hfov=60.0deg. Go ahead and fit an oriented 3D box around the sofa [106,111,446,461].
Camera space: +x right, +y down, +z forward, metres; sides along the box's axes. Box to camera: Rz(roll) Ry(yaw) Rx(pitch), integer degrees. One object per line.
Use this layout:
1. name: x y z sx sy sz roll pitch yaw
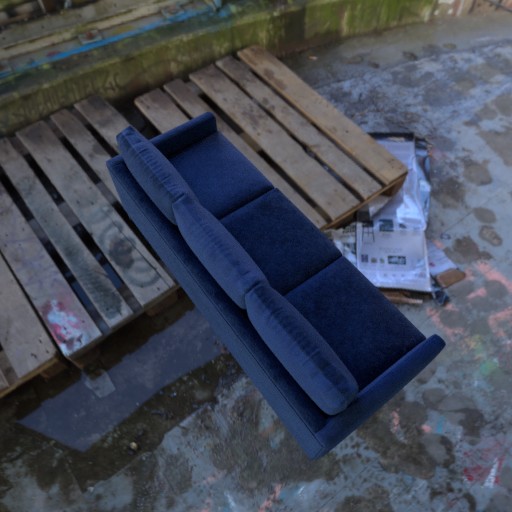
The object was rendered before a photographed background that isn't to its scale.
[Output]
1. sofa: 0.000 0.000 2.781 0.875 0.879 2.252 -32 64 -18
